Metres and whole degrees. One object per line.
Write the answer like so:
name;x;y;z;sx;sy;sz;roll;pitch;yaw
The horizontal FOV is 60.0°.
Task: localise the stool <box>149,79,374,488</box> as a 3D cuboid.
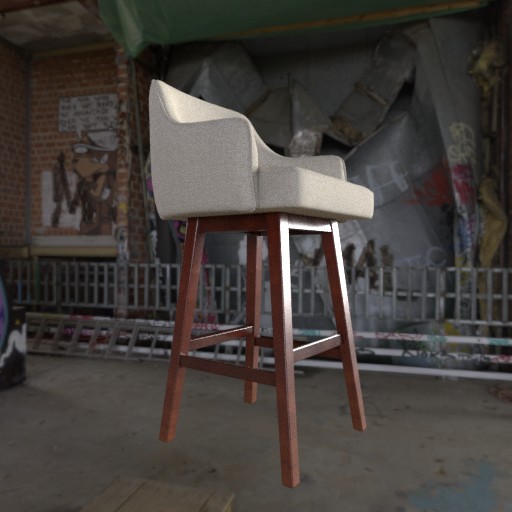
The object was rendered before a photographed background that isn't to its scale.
stool;0.000;0.000;1.306;0.560;1.041;0.550;0;1;36
